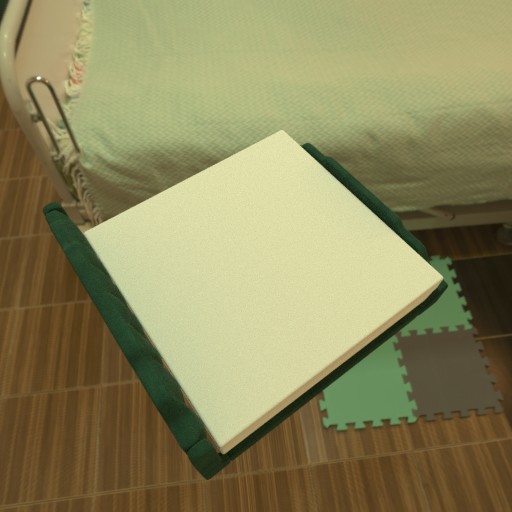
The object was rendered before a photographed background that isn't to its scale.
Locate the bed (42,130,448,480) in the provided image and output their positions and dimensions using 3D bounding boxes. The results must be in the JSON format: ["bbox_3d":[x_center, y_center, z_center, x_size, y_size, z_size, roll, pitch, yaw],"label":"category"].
[{"bbox_3d":[0.000,0.000,3.441,2.340,1.245,2.074,-32,63,-18],"label":"bed"}]
